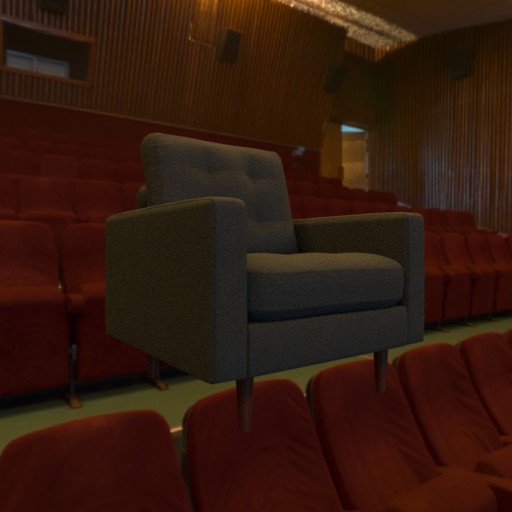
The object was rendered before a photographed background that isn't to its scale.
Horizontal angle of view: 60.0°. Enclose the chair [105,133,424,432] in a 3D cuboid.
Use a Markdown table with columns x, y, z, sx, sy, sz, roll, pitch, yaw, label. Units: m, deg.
| x | y | z | sx | sy | sz | roll | pitch | yaw | label |
| --- | --- | --- | --- | --- | --- | --- | --- | --- | --- |
| 0.000 | 0.000 | 1.545 | 0.821 | 0.880 | 0.843 | -1 | 1 | -36 | chair |
